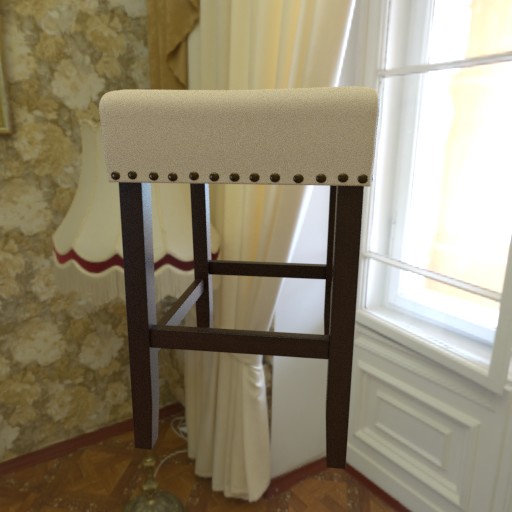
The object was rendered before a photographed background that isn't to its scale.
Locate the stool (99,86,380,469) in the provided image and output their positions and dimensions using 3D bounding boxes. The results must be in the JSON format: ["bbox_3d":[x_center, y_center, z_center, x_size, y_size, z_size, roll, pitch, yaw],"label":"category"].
[{"bbox_3d":[0.000,0.000,0.905,0.401,0.609,0.471,2,15,8],"label":"stool"}]
